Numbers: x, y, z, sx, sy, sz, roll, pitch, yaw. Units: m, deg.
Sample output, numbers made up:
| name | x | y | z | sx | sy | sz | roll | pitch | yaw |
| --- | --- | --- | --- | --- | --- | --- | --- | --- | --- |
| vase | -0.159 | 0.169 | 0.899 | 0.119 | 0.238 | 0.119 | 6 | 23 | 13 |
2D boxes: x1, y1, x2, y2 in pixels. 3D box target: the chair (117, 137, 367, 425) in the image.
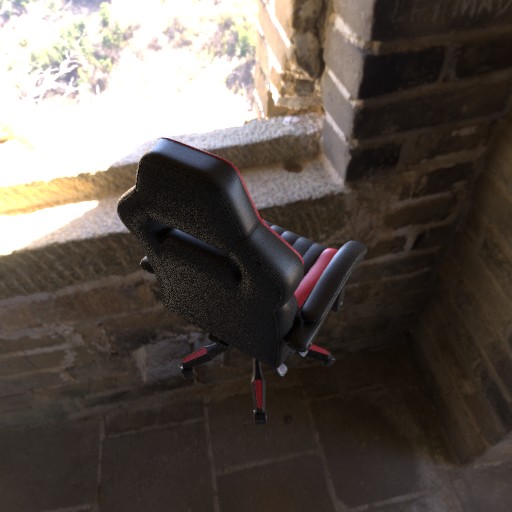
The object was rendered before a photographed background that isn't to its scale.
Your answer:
| name | x | y | z | sx | sy | sz | roll | pitch | yaw |
| --- | --- | --- | --- | --- | --- | --- | --- | --- | --- |
| chair | 0.000 | 0.000 | 1.621 | 0.700 | 1.220 | 0.700 | 25 | 52 | 21 |
